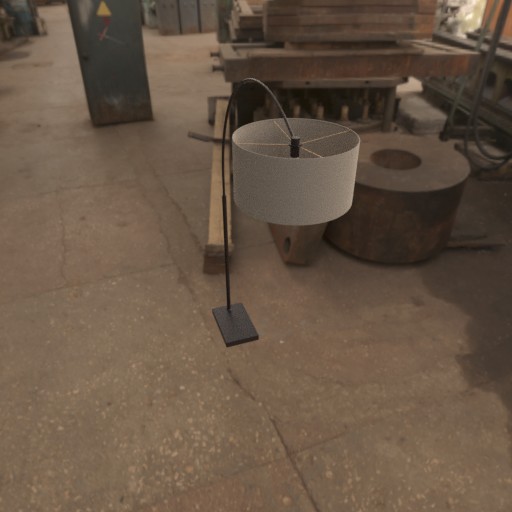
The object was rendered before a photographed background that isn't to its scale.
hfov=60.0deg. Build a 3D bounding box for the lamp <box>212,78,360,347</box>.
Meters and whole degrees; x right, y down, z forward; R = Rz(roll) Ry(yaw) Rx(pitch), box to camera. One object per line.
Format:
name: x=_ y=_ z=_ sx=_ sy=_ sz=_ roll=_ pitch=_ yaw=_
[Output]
lamp: x=0.000 y=0.000 z=2.551 sx=0.493 sy=1.927 sz=1.424 roll=-11 pitch=35 yaw=-16
